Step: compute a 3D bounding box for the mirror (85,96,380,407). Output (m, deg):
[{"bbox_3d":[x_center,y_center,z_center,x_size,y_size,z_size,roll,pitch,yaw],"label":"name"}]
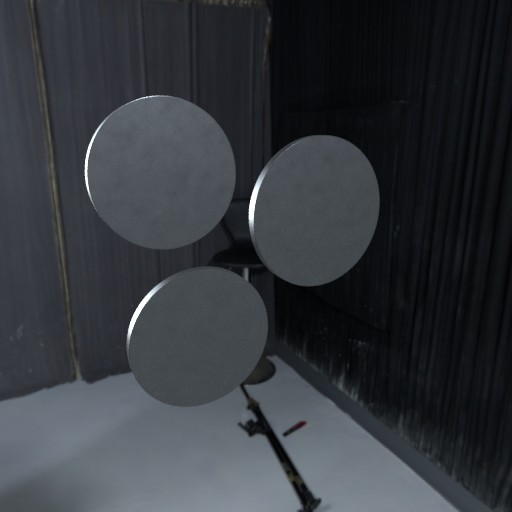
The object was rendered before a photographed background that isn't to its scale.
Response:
[{"bbox_3d":[0.000,0.000,3.145,2.160,2.096,0.076,-8,17,-26],"label":"mirror"}]
